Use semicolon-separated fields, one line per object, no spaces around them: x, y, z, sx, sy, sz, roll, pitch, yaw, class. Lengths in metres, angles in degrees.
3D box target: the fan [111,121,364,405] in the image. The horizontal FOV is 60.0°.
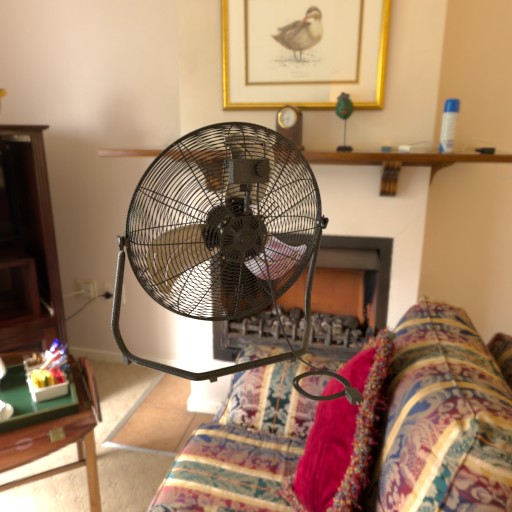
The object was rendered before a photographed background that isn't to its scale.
0.000;0.000;0.931;0.555;0.546;0.424;-7;17;-25;fan
